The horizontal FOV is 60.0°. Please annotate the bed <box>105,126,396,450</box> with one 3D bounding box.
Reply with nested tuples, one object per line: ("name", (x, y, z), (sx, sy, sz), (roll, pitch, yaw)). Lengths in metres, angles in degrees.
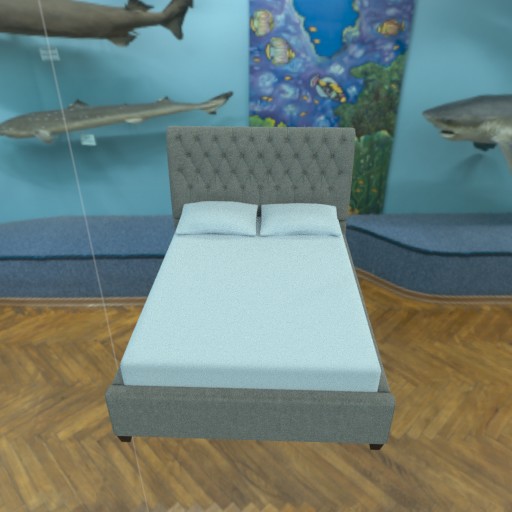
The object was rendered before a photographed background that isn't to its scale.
("bed", (0.000, 0.000, 3.296), (1.645, 1.371, 2.252), (1, 30, 2))
